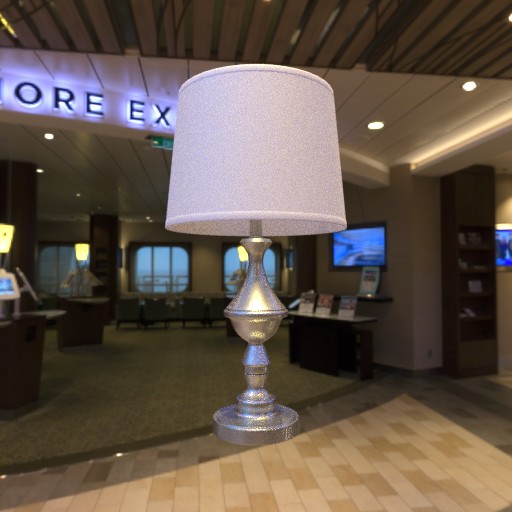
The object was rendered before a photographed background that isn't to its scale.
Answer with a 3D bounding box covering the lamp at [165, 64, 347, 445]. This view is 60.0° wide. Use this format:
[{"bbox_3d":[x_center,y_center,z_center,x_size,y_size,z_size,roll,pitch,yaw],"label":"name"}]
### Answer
[{"bbox_3d":[0.000,0.000,0.952,0.383,0.733,0.383,0,-2,0],"label":"lamp"}]
